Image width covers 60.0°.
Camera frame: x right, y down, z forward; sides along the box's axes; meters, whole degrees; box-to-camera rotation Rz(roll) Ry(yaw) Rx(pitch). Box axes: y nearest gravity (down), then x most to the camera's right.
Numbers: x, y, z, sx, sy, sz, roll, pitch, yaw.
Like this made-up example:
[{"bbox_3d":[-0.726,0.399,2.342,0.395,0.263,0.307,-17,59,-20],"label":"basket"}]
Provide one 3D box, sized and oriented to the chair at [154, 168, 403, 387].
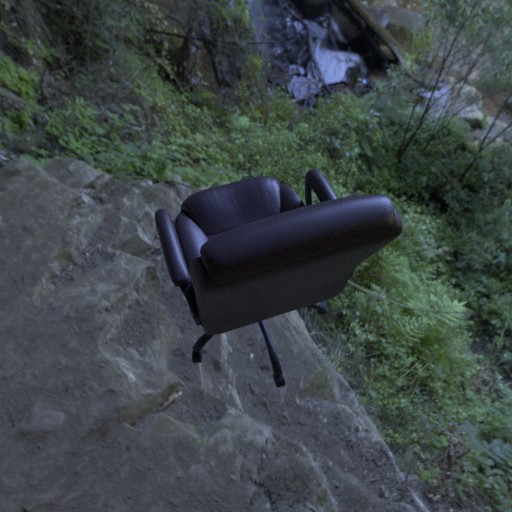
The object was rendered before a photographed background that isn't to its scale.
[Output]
[{"bbox_3d":[0.000,0.000,1.474,0.615,1.072,0.655,-16,60,-10],"label":"chair"}]
